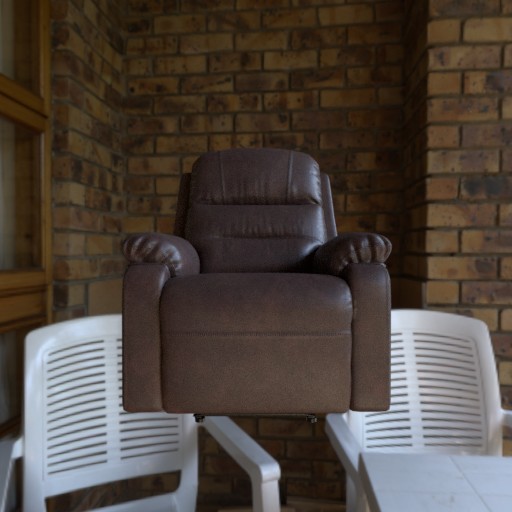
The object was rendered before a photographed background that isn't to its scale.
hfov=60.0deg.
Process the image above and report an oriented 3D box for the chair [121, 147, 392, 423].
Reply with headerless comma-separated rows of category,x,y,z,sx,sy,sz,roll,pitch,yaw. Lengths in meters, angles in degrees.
chair,0.000,0.000,1.707,0.855,0.992,0.919,0,1,0
